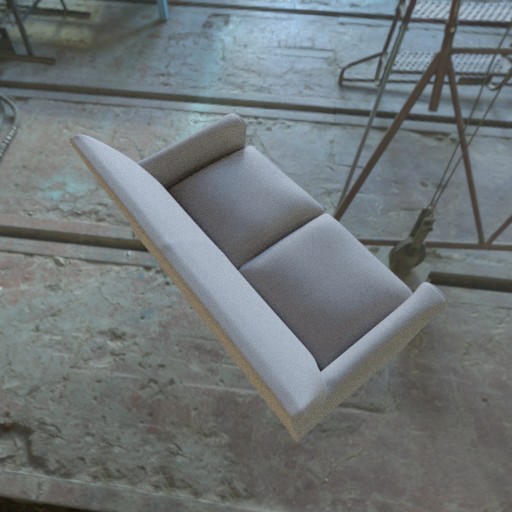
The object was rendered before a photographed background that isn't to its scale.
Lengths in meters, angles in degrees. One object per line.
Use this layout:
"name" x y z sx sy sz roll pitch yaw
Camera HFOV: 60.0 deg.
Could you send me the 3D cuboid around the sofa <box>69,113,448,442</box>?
"sofa" 0.000 0.000 2.079 0.888 0.890 1.482 -33 62 -20
